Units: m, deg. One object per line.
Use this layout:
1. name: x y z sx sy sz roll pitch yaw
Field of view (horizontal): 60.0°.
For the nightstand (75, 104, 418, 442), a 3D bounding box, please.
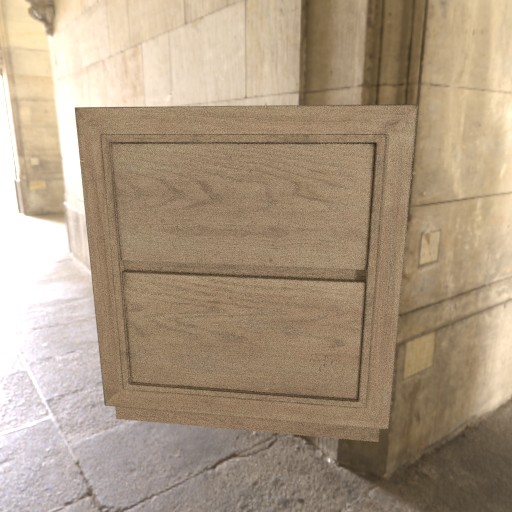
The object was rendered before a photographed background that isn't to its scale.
1. nightstand: 0.000 0.000 1.093 0.612 0.673 0.483 2 15 8
